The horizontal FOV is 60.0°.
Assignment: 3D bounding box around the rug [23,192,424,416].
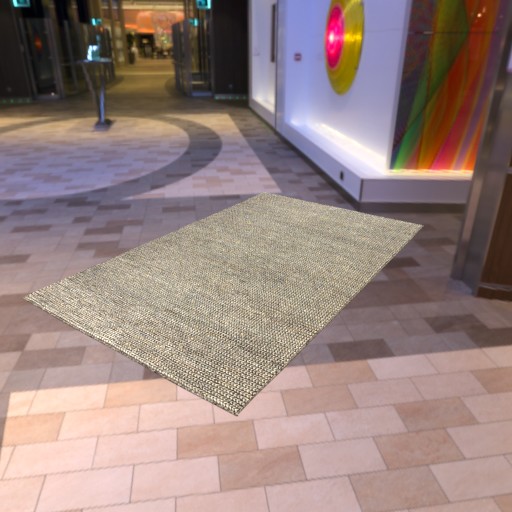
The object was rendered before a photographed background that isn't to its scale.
[{"bbox_3d":[0.000,0.000,3.011,1.538,0.021,2.443,17,30,31],"label":"rug"}]
